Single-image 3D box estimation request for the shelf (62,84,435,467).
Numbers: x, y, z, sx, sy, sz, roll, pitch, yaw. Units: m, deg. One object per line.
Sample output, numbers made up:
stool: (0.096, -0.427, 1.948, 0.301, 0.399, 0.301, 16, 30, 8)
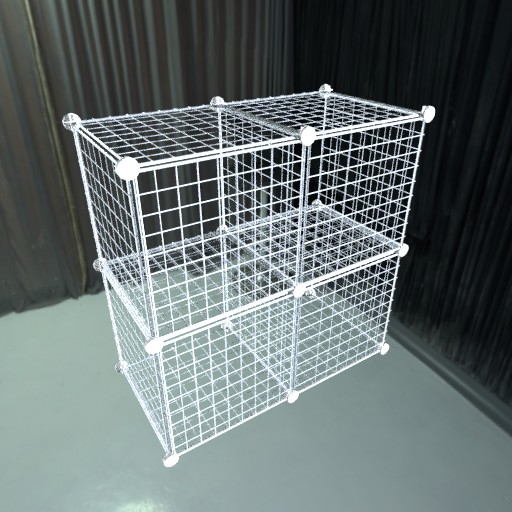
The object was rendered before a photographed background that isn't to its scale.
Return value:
shelf: (0.000, 0.000, 1.113, 0.711, 0.711, 0.356, -18, 34, -28)
